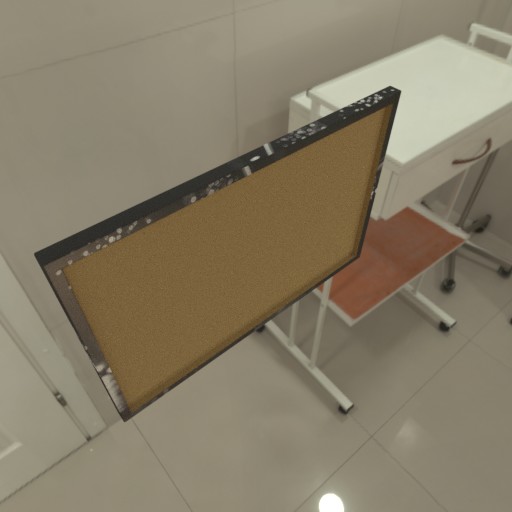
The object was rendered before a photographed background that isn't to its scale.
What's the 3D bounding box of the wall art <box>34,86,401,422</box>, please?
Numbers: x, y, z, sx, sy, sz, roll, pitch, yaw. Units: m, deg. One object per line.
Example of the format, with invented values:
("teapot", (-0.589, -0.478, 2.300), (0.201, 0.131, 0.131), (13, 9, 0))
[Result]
("wall art", (0.000, 0.000, 1.134), (0.914, 0.609, 0.038), (-31, 54, -26))
